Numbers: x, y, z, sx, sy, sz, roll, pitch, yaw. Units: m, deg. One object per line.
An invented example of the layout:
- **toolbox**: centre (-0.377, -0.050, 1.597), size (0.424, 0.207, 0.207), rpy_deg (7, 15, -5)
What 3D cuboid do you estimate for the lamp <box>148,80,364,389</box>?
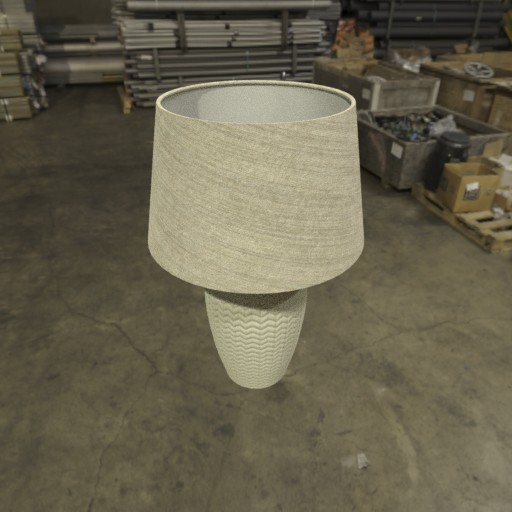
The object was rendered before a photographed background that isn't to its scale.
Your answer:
- **lamp**: centre (0.000, 0.000, 0.845), size (0.390, 0.580, 0.390), rpy_deg (0, 31, 0)
